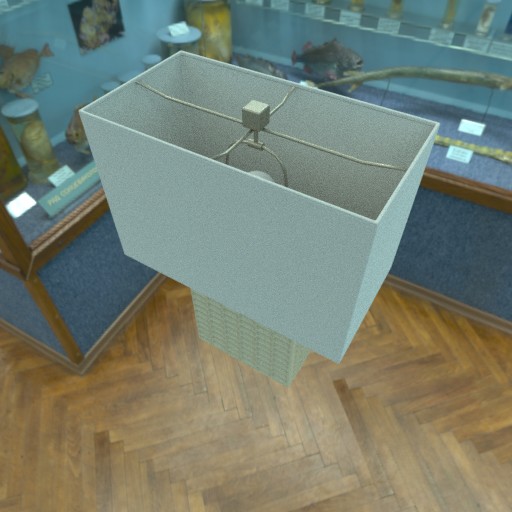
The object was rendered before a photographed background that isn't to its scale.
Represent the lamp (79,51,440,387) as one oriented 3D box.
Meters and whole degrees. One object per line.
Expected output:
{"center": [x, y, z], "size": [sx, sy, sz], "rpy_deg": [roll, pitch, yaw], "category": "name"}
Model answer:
{"center": [0.000, 0.000, 0.703], "size": [0.380, 0.515, 0.200], "rpy_deg": [24, 52, 21], "category": "lamp"}
